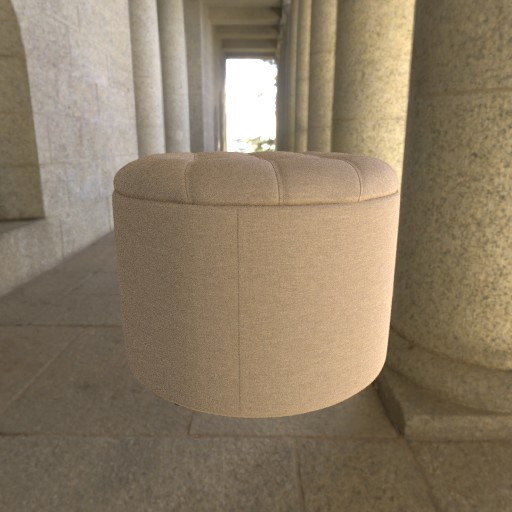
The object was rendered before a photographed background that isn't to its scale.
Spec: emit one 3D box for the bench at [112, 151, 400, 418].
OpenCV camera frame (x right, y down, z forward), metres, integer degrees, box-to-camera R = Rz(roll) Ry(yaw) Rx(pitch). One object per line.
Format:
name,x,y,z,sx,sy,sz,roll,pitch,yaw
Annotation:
bench,0.000,0.000,1.002,0.600,0.454,0.600,0,15,0
